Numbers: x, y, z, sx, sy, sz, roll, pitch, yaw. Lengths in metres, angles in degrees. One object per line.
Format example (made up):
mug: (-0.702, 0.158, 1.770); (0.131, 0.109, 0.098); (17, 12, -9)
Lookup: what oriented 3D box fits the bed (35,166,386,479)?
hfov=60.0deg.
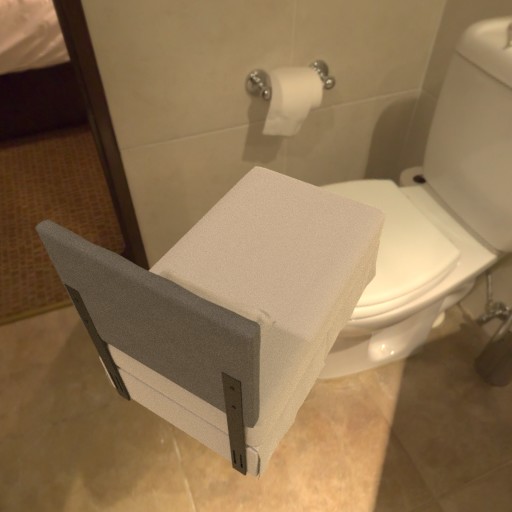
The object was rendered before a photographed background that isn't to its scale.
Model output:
bed: (0.000, 0.000, 2.910); (1.261, 1.571, 1.997); (24, 51, 20)
